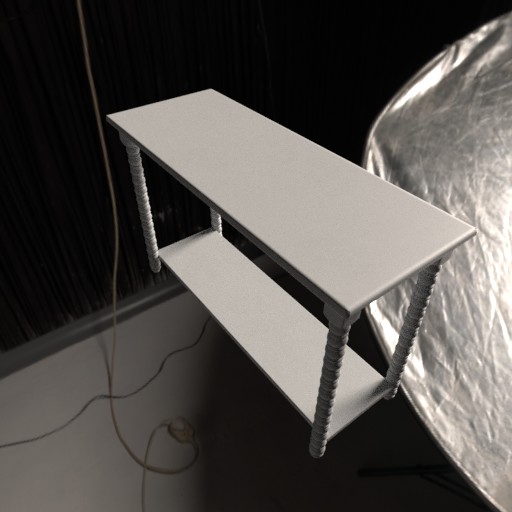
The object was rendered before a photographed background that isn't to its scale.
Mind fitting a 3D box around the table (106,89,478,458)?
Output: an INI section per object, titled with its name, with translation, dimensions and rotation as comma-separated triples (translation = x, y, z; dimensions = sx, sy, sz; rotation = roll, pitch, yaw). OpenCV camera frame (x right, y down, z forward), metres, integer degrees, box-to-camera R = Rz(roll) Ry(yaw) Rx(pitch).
[table]
translation = 0.000, 0.000, 1.555
dimensions = 0.459, 0.740, 1.184
rotation = -26, 47, -27
